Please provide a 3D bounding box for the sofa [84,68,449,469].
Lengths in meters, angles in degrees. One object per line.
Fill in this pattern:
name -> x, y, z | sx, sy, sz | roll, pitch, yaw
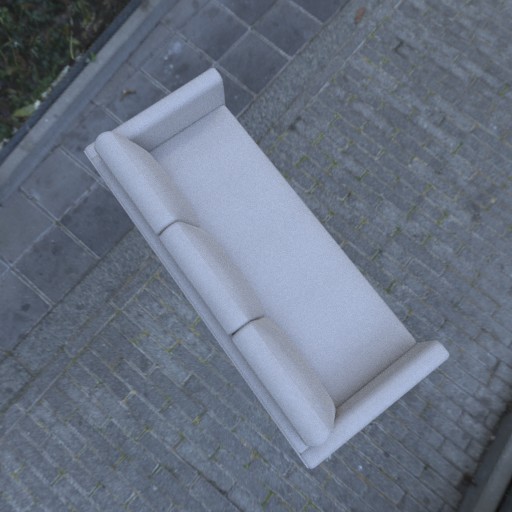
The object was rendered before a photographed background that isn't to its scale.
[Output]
sofa -> 0.000, 0.000, 2.716 | 0.959, 0.838, 2.210 | -36, 79, -8
